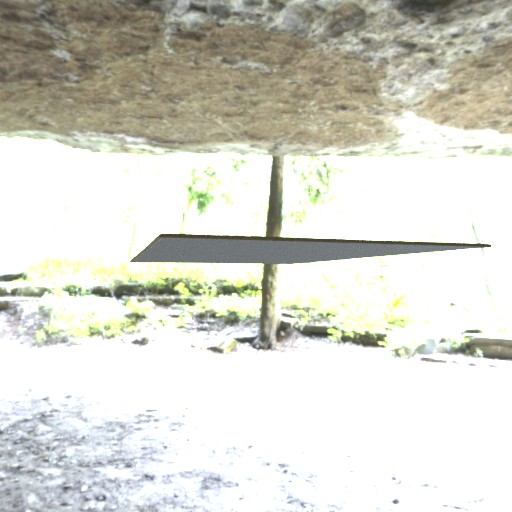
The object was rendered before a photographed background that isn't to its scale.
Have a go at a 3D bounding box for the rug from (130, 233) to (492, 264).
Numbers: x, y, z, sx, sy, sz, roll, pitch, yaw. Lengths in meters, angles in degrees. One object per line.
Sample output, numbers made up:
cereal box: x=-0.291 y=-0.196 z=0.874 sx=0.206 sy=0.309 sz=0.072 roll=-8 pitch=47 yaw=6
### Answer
rug: x=0.000 y=0.000 z=2.062 sx=1.067 sy=0.013 sz=1.676 roll=1 pitch=-3 yaw=-18
